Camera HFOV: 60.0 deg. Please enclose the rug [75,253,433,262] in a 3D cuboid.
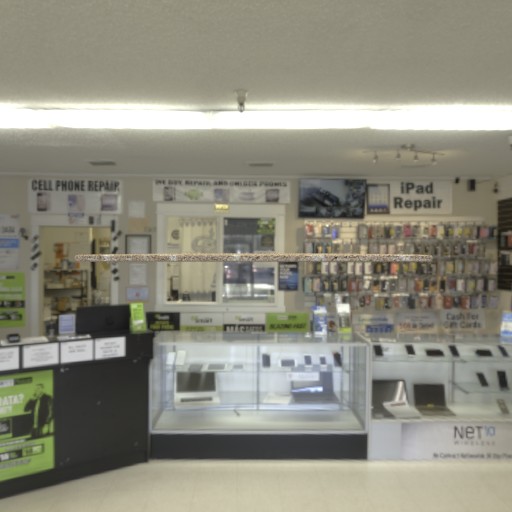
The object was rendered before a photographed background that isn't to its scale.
[{"bbox_3d":[0.000,0.000,3.088,1.524,0.030,2.438,0,0,1],"label":"rug"}]
